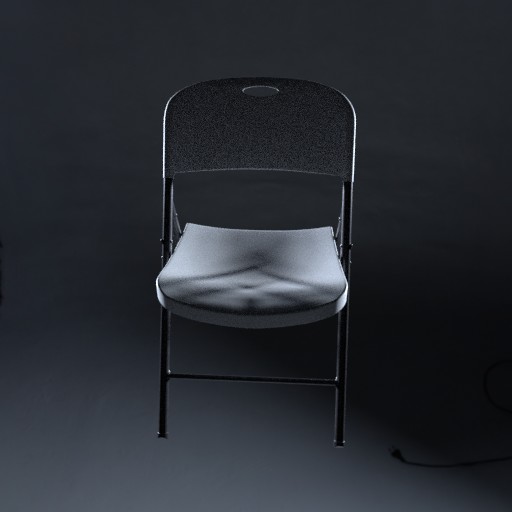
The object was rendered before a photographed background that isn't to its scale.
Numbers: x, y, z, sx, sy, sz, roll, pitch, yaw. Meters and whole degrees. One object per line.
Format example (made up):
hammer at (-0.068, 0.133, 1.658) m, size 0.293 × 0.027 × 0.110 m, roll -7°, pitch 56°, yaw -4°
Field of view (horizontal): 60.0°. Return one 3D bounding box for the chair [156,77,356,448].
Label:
chair at (0.000, 0.000, 1.183) m, size 0.494 × 0.810 × 0.566 m, roll 2°, pitch 31°, yaw 3°
